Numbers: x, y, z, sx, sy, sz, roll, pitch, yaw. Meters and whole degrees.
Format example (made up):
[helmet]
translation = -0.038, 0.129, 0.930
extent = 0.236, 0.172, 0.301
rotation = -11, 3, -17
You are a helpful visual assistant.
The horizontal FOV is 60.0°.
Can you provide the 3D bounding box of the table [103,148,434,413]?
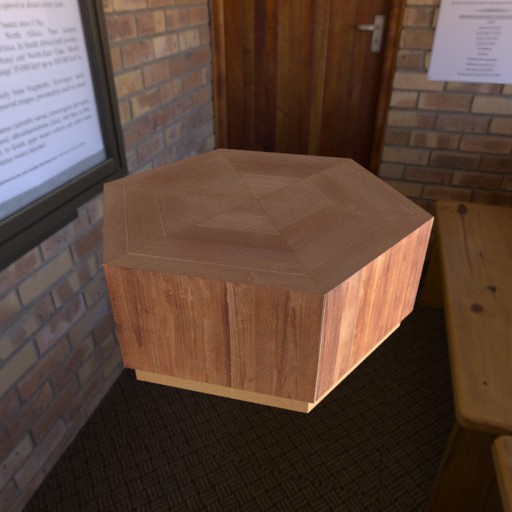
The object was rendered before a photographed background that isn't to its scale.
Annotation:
[table]
translation = 0.000, 0.000, 1.630
extent = 1.000, 0.456, 1.154
rotation = -9, 32, -14
